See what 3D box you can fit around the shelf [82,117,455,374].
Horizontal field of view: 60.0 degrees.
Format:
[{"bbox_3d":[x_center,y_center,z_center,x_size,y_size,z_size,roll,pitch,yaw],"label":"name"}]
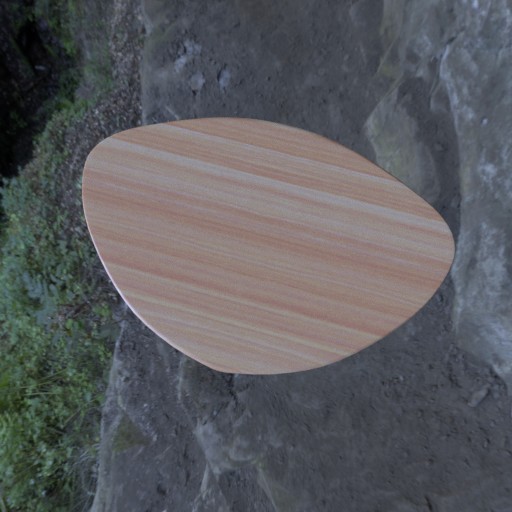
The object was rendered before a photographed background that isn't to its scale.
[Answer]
[{"bbox_3d":[0.000,0.000,1.635,1.246,0.440,0.845,15,77,4],"label":"shelf"}]
